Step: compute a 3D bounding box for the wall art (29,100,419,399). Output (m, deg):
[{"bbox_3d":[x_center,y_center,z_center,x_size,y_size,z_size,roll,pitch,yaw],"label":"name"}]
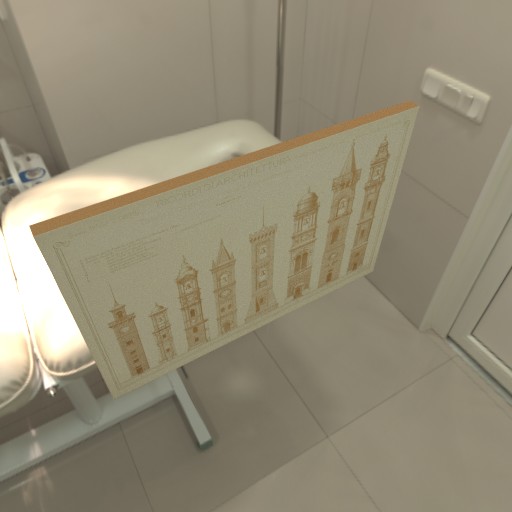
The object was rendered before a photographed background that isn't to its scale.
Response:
[{"bbox_3d":[0.000,0.000,1.155,0.915,0.608,0.033,-23,50,-21],"label":"wall art"}]
